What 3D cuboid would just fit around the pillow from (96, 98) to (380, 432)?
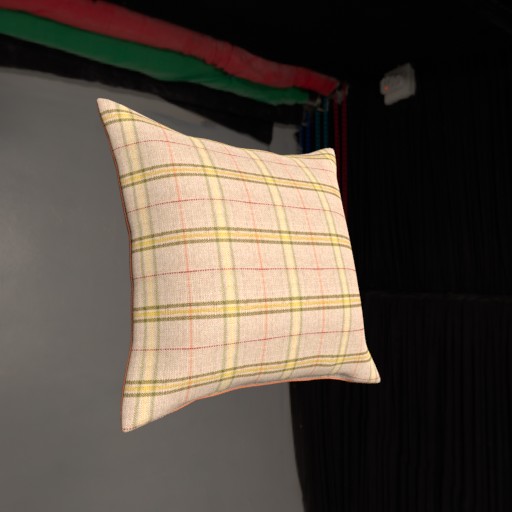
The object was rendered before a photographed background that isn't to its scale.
[{"bbox_3d":[0.000,0.000,0.683,0.453,0.430,0.200,1,-2,-36],"label":"pillow"}]
